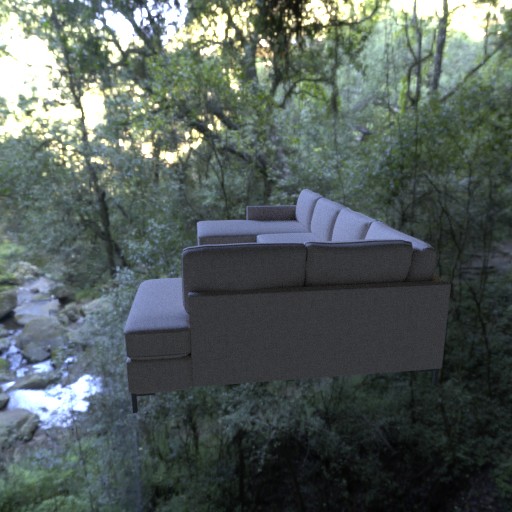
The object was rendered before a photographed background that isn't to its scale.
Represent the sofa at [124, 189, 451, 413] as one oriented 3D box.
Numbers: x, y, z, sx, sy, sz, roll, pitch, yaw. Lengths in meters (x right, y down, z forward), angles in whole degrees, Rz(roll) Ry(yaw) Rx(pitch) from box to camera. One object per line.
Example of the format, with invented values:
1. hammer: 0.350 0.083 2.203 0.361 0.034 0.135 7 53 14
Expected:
1. sofa: 0.000 0.000 4.303 2.021 0.996 3.423 -2 15 -8
